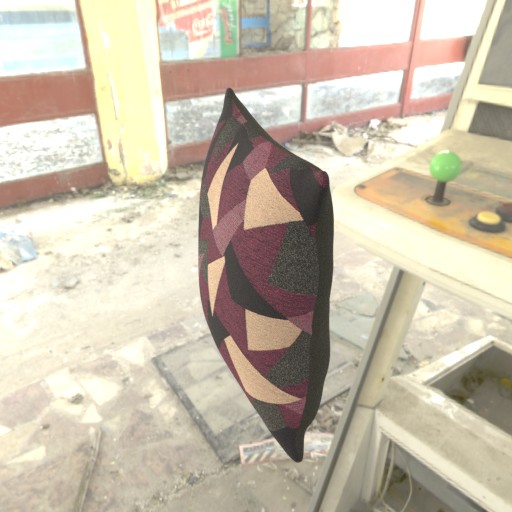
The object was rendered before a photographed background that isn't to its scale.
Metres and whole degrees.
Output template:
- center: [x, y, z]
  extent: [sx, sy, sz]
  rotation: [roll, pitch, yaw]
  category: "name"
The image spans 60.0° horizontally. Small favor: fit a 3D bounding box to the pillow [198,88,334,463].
- center: [0.000, 0.000, 0.794]
  extent: [0.208, 0.496, 0.503]
  rotation: [-8, 31, -13]
  category: "pillow"
